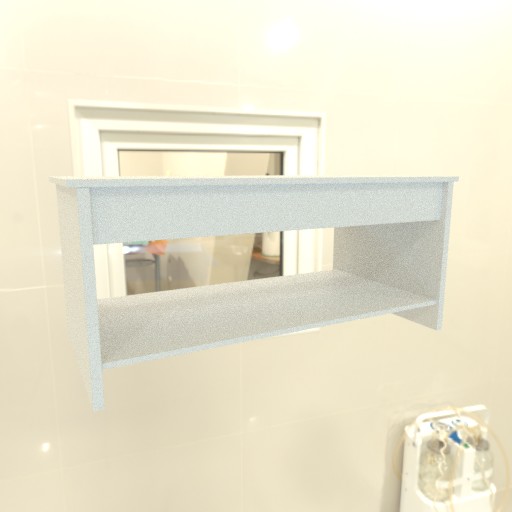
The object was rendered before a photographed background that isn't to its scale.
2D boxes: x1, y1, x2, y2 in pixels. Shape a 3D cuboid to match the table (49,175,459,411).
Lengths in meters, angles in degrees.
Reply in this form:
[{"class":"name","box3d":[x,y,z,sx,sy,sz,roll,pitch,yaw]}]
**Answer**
[{"class":"table","box3d":[0.000,0.000,1.247,1.000,0.441,0.500,-6,12,-27]}]
